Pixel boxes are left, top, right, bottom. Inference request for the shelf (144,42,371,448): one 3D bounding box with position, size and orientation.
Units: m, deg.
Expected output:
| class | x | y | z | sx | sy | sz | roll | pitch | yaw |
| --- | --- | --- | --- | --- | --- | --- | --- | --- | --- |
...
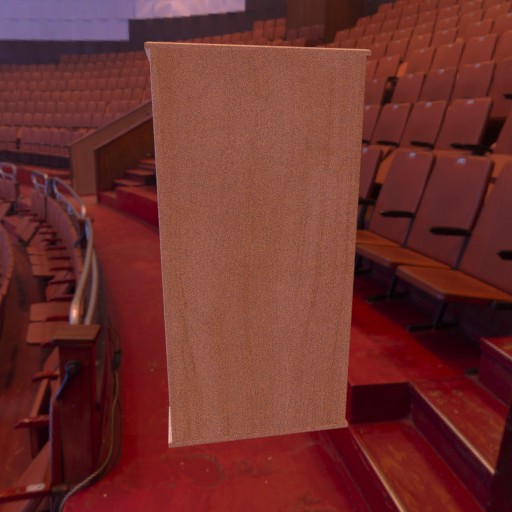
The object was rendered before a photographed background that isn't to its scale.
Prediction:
| class | x | y | z | sx | sy | sz | roll | pitch | yaw |
| --- | --- | --- | --- | --- | --- | --- | --- | --- | --- |
| shelf | 0.000 | 0.000 | 1.216 | 0.520 | 1.030 | 0.175 | -3 | 15 | -10 |
